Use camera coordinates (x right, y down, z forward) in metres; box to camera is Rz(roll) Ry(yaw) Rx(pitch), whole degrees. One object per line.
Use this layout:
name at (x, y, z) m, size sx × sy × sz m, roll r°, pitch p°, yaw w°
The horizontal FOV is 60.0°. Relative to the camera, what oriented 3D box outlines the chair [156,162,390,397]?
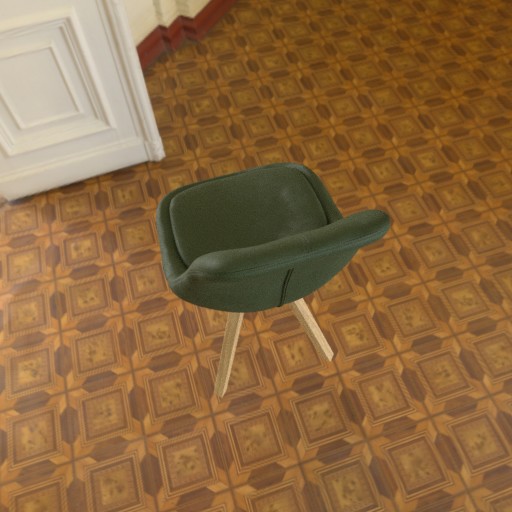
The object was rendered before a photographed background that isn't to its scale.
chair at (0.000, 0.000, 1.189) m, size 0.483 × 0.865 × 0.547 m, roll -16°, pitch 60°, yaw -9°
